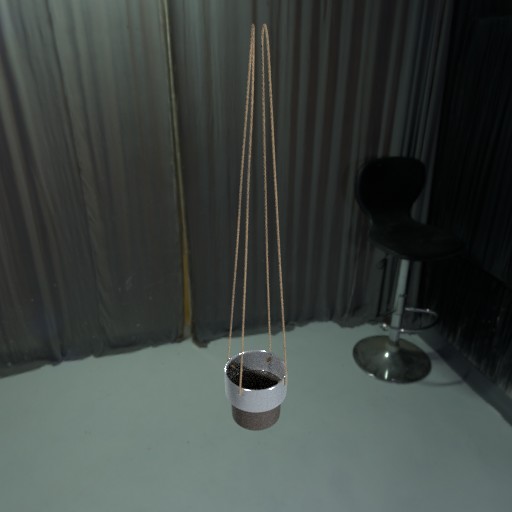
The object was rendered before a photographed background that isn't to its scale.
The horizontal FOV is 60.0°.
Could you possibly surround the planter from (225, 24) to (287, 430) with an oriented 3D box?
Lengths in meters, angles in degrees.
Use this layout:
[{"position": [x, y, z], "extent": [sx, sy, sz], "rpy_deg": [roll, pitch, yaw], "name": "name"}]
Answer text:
[{"position": [0.000, 0.000, 1.154], "extent": [0.187, 1.073, 0.187], "rpy_deg": [-8, 26, -16], "name": "planter"}]
